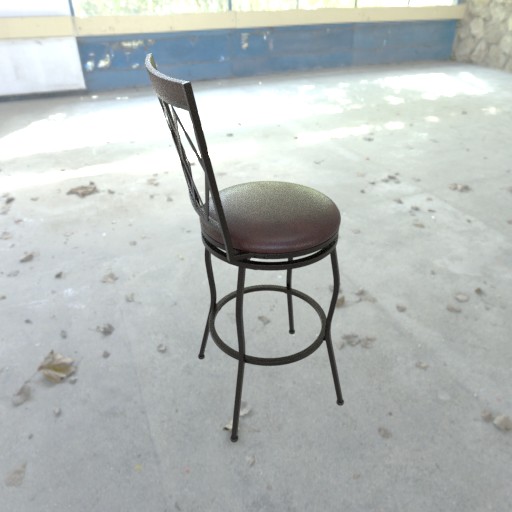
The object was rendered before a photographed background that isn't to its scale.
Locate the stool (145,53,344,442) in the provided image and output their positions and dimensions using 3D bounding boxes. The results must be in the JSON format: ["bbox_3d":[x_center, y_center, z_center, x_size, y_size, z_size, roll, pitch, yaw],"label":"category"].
[{"bbox_3d":[0.000,0.000,1.386,0.521,1.134,0.432,-12,34,-18],"label":"stool"}]
